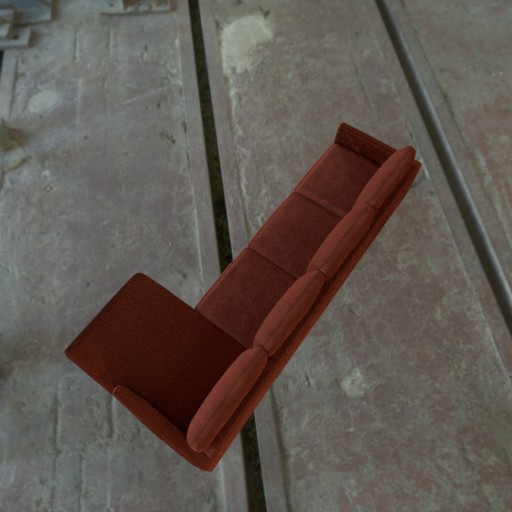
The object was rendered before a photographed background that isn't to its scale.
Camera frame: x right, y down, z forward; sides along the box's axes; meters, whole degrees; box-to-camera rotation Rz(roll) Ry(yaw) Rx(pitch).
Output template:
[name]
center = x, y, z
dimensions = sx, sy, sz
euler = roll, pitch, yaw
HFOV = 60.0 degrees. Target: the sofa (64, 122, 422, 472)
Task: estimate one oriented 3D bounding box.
[sofa]
center = 0.000, 0.000, 3.535
dimensions = 1.350, 0.810, 2.932
euler = 34, 68, 15
